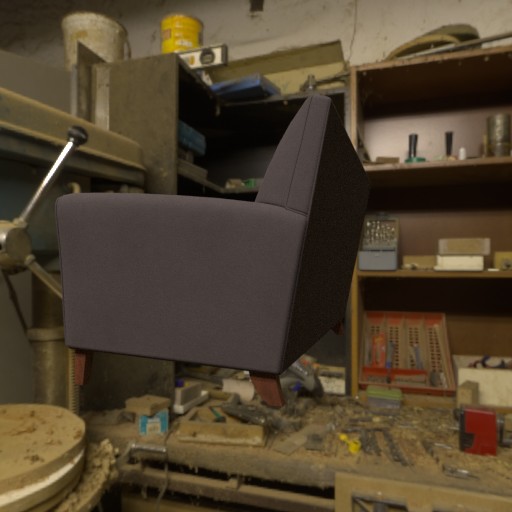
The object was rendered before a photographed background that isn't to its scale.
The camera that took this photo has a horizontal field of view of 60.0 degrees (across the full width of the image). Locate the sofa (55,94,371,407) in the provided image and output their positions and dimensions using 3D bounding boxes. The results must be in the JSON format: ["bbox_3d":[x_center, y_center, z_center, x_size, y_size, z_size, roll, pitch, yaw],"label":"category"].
[{"bbox_3d":[0.000,0.000,1.922,0.871,0.846,1.420,0,-1,19],"label":"sofa"}]
